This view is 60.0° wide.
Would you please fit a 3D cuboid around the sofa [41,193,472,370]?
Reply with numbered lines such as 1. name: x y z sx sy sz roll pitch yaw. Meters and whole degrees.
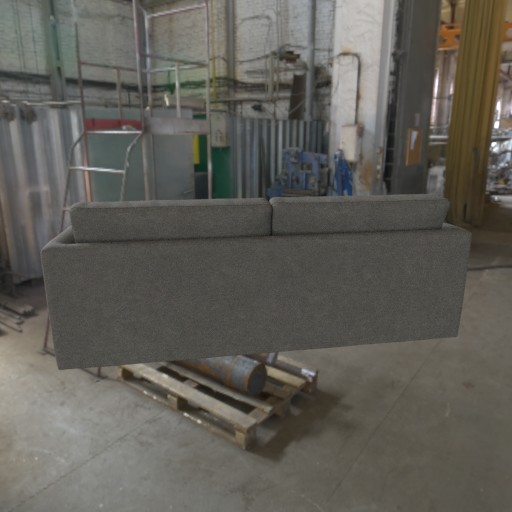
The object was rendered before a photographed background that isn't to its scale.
1. sofa: 0.000 0.000 2.813 2.257 0.838 1.092 -3 16 -10
